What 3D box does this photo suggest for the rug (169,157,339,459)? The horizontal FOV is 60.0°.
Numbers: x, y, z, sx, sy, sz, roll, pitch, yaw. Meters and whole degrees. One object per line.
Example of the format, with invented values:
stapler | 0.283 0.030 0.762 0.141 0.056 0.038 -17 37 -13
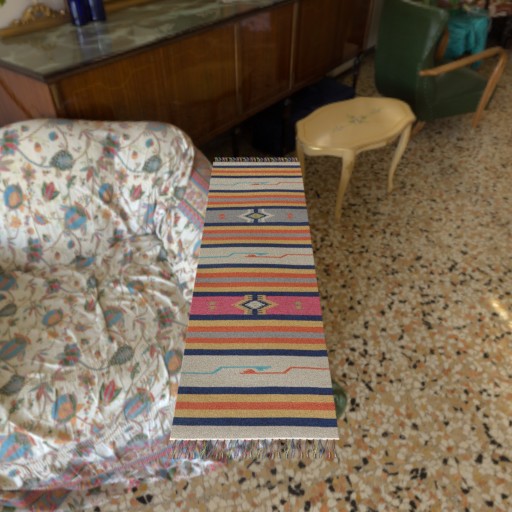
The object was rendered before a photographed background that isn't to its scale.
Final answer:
rug | 0.000 0.000 2.682 0.695 0.017 2.455 0 41 0
